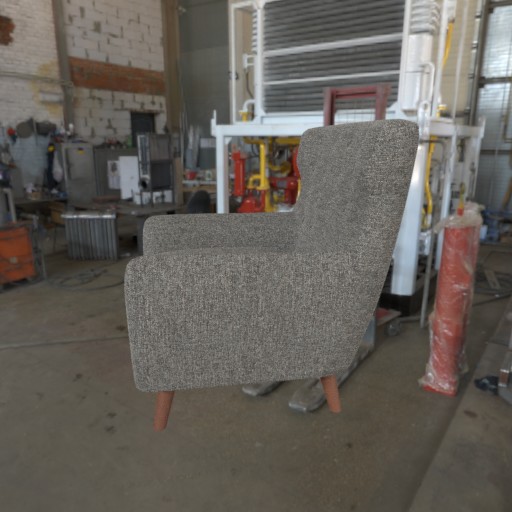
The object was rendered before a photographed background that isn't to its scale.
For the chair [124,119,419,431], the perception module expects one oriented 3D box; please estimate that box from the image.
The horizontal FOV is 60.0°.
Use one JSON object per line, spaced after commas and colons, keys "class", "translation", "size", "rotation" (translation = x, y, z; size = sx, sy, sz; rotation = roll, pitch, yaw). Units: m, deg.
{"class": "chair", "translation": [0.000, 0.000, 1.776], "size": [0.940, 1.039, 0.889], "rotation": [-2, 15, -9]}
